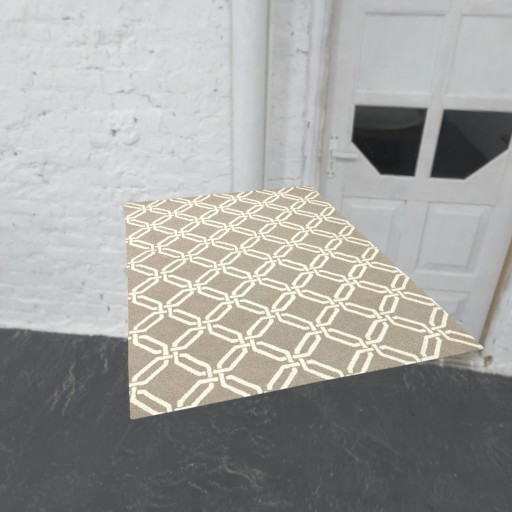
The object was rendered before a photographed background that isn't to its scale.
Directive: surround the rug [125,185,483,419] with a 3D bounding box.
[{"bbox_3d":[0.000,0.000,4.303,2.441,0.020,3.419,-7,30,-13],"label":"rug"}]
